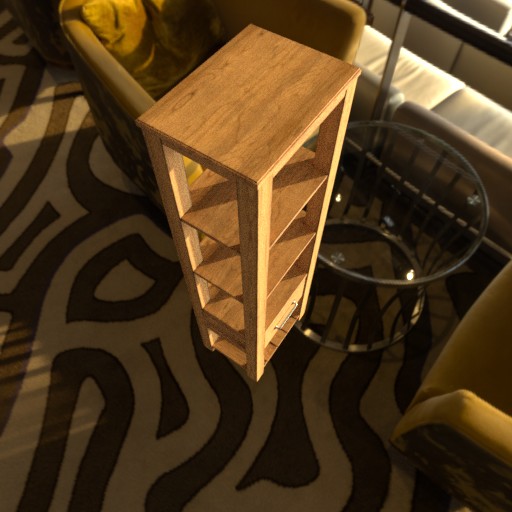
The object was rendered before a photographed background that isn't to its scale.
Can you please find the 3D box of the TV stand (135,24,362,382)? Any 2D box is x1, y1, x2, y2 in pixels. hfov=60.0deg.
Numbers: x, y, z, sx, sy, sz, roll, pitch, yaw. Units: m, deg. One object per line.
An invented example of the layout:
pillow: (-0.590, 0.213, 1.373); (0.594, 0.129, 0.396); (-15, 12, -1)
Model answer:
TV stand: (0.000, 0.000, 2.075); (0.435, 1.828, 0.565); (30, 63, 17)
